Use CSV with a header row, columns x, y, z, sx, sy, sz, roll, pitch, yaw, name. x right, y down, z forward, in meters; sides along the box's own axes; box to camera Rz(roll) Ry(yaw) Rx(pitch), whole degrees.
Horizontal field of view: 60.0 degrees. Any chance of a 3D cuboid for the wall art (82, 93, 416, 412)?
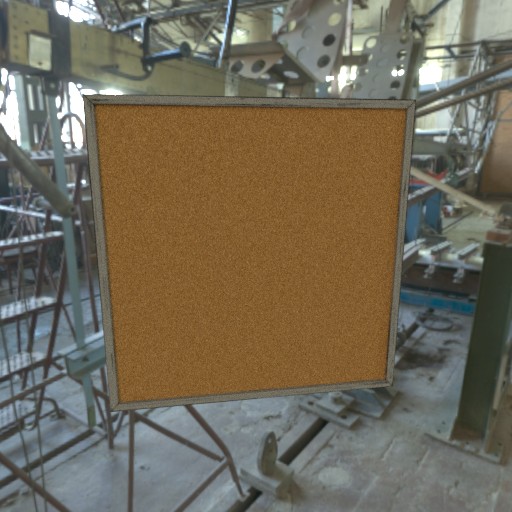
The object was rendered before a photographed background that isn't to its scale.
x,y,z,sx,sy,sz,roll,pitch,yaw,name
0.000,0.000,0.452,0.303,0.303,0.036,-2,14,-9,wall art
